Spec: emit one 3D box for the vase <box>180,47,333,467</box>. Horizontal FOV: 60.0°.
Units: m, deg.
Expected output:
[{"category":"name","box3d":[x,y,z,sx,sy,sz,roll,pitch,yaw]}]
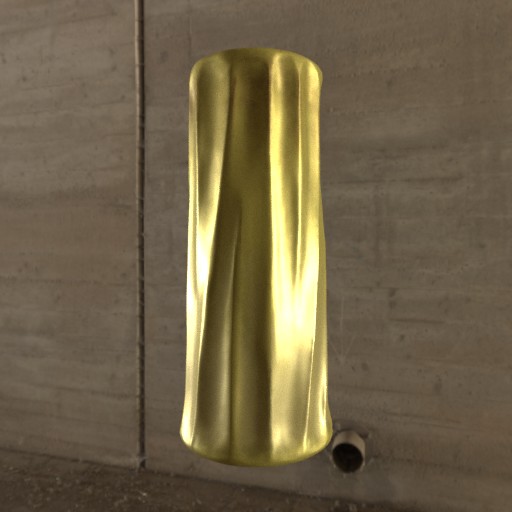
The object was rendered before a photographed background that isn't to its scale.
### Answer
[{"category":"vase","box3d":[0.000,0.000,0.177,0.061,0.143,0.061,0,2,0]}]
